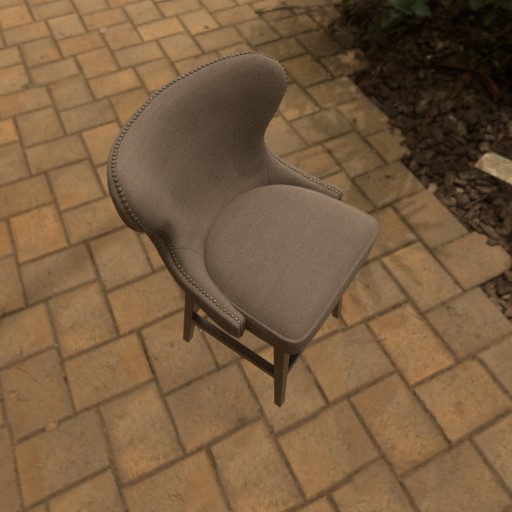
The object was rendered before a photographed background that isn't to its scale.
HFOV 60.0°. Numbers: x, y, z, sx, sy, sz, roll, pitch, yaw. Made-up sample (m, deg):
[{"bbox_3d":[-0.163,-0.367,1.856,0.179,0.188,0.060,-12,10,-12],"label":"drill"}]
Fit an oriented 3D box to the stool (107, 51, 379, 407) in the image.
[{"bbox_3d":[0.000,0.000,1.376,0.597,0.972,0.615,30,62,18],"label":"stool"}]
